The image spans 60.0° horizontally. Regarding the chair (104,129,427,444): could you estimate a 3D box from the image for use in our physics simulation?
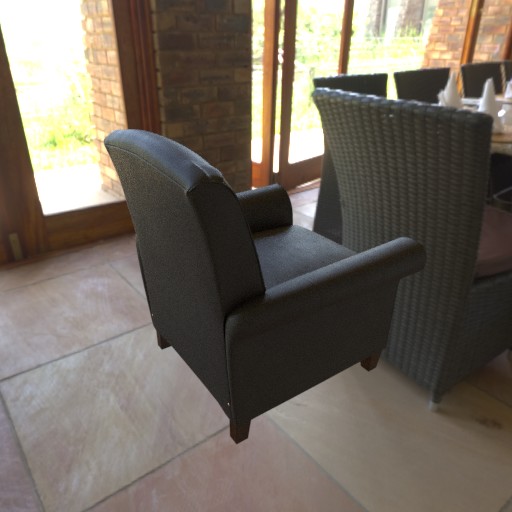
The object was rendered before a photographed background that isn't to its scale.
[{"bbox_3d":[0.000,0.000,1.812,0.902,1.061,0.978,-17,31,-31],"label":"chair"}]
